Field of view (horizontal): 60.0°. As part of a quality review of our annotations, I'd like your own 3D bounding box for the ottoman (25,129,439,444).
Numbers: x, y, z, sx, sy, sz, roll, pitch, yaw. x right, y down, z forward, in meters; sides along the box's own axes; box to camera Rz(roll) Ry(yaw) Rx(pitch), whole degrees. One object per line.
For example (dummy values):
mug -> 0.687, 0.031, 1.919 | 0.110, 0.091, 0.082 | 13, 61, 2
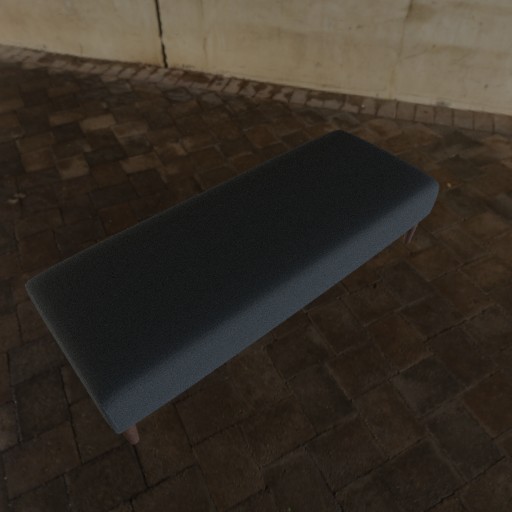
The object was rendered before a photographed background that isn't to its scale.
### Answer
ottoman -> 0.000, 0.000, 1.843 | 1.609, 0.393, 0.646 | -31, 53, -27
